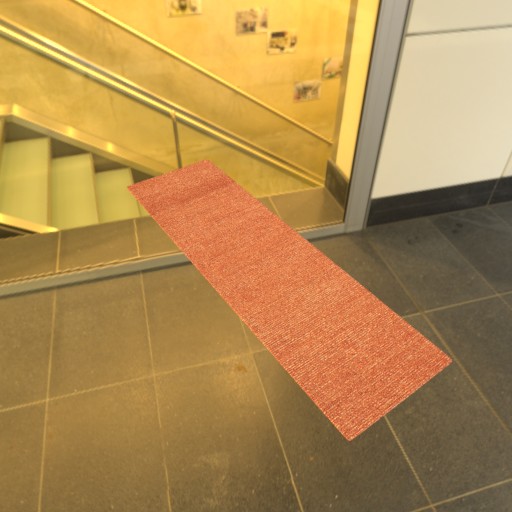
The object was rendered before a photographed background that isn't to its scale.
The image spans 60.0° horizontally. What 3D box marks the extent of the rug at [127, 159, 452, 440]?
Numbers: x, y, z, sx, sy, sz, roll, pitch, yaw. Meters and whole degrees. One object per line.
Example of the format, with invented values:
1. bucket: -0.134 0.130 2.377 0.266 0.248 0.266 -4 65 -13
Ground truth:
1. rug: 0.000 0.000 2.671 0.687 0.012 2.307 -25 48 -25
